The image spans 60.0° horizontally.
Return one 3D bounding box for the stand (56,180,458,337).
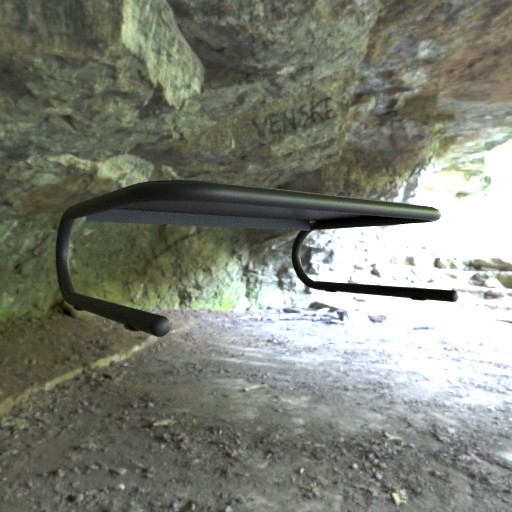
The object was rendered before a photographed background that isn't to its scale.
[{"bbox_3d":[0.000,0.000,0.506,0.370,0.108,0.280,0,0,-36],"label":"stand"}]
